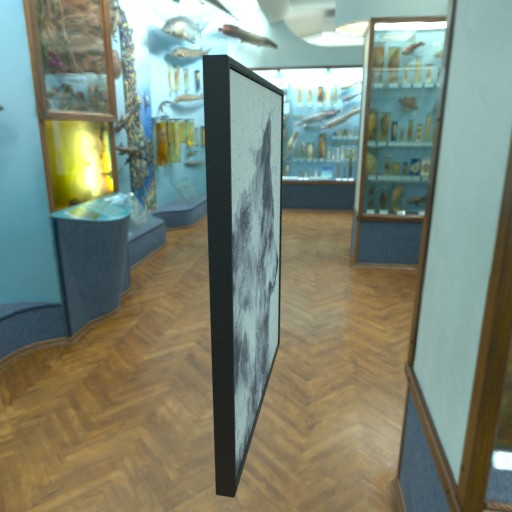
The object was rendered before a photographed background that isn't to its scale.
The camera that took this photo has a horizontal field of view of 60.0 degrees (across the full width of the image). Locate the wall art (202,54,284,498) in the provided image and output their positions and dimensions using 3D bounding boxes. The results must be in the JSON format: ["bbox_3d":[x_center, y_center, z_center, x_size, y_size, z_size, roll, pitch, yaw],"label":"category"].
[{"bbox_3d":[0.000,0.000,0.738,0.028,0.551,0.451,3,16,10],"label":"wall art"}]
